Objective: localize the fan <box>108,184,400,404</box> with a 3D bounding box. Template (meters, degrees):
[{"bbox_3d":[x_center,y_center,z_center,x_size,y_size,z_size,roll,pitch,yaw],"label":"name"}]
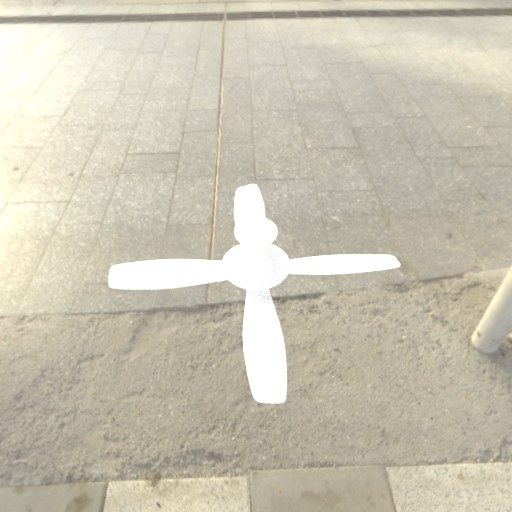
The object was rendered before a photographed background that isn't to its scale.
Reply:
[{"bbox_3d":[0.000,0.000,2.520,1.694,0.382,1.693,-3,44,-3],"label":"fan"}]
